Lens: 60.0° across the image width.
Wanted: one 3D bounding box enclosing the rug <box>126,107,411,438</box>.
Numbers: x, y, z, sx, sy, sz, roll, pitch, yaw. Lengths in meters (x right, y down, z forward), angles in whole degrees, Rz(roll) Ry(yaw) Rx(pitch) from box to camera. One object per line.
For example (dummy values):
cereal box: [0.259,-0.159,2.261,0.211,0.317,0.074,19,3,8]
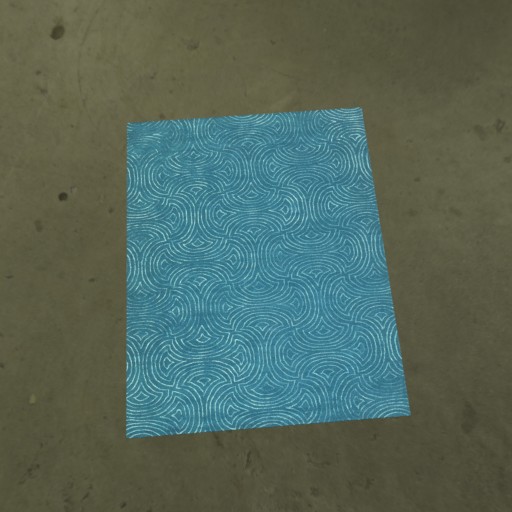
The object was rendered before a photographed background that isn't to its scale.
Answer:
rug: [0.000,0.000,4.179,2.432,0.012,3.033,-4,74,-1]
